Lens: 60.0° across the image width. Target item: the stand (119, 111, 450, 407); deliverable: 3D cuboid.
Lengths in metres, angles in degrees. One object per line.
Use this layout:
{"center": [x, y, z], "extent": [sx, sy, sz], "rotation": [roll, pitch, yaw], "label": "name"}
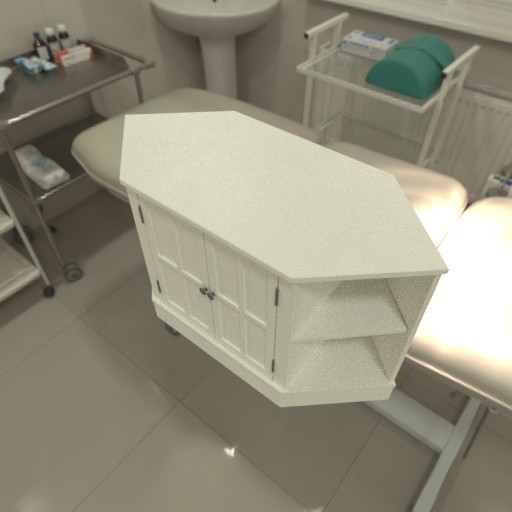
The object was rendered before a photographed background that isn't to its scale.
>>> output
{"center": [0.000, 0.000, 1.409], "extent": [1.072, 0.614, 0.477], "rotation": [30, 53, 26], "label": "stand"}
